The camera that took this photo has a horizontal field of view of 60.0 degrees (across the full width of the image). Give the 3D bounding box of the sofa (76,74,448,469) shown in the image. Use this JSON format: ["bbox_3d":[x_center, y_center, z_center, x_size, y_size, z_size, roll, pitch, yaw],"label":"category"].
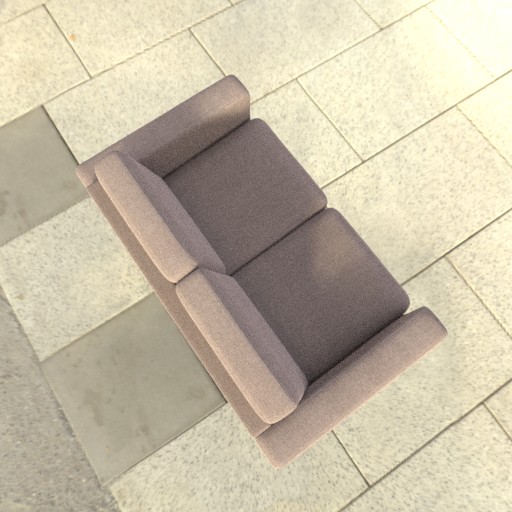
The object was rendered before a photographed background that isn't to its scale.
[{"bbox_3d":[0.000,0.000,2.017,0.900,0.800,1.520,-35,77,-9],"label":"sofa"}]
